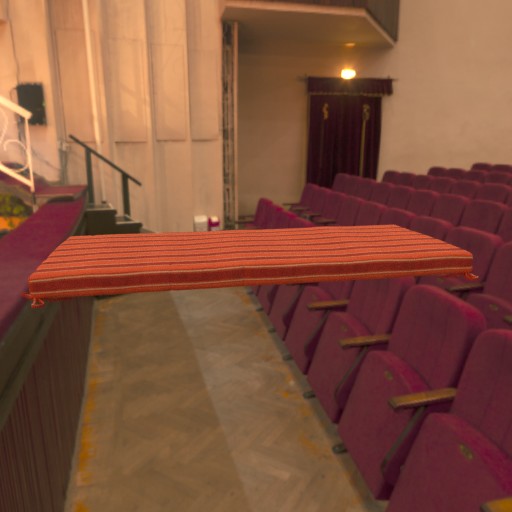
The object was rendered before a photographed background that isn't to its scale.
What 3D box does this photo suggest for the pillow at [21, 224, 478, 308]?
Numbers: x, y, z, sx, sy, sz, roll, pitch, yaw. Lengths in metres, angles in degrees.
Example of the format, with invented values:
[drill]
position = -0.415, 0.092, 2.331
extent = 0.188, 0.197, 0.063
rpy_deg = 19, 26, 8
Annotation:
[pillow]
position = 0.000, 0.000, 1.312
extent = 1.187, 0.081, 0.492
rpy_deg = -3, 15, -10
